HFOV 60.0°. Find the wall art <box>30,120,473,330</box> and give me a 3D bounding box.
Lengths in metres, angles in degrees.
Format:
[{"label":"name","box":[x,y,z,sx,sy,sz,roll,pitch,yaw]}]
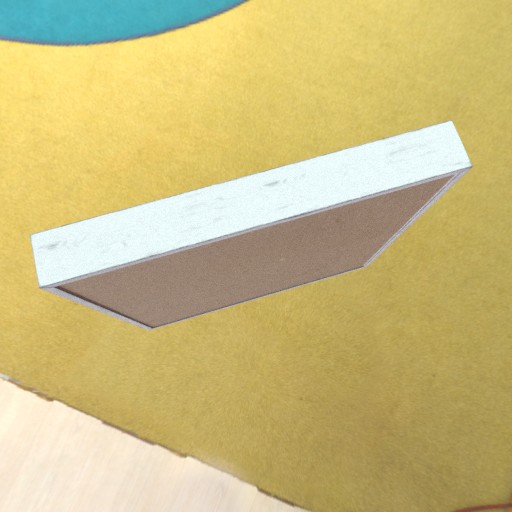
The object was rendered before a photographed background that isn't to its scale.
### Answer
[{"label":"wall art","box":[0.000,0.000,0.450,0.305,0.305,0.038,-16,76,-4]}]
